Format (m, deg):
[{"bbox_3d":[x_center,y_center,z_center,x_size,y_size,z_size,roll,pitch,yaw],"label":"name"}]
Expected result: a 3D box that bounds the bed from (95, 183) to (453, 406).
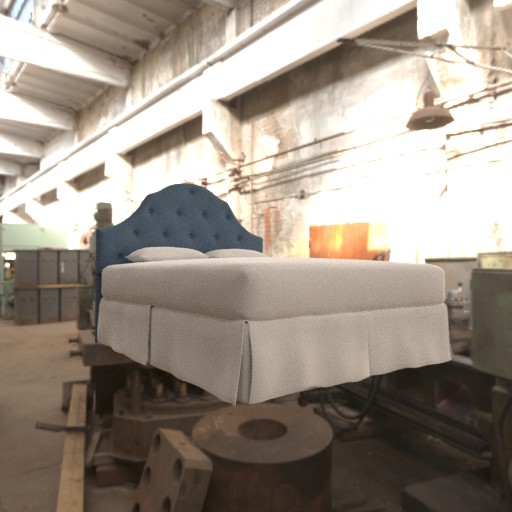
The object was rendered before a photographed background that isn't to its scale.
[{"bbox_3d":[0.000,0.000,3.794,2.039,1.617,2.477,1,-2,-37],"label":"bed"}]
